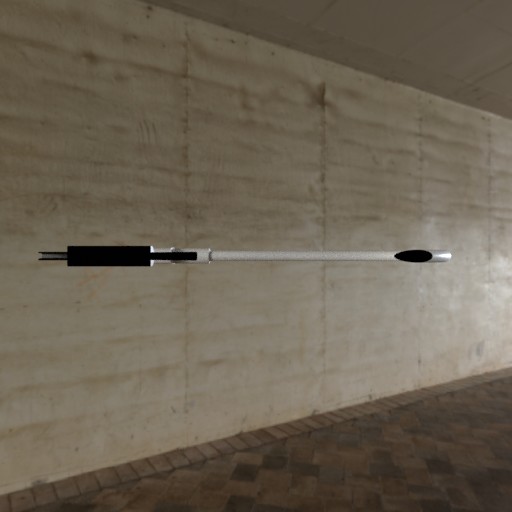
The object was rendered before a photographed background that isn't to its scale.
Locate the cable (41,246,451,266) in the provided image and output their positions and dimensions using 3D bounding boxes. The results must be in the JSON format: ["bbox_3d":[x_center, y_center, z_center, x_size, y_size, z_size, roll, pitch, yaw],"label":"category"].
[{"bbox_3d":[0.000,0.000,0.113,0.098,0.005,0.041,0,0,0],"label":"cable"}]
